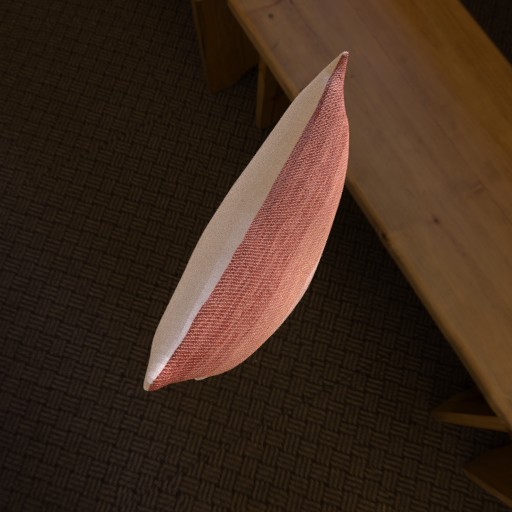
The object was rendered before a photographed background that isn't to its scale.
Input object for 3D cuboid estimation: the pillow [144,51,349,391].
[{"bbox_3d":[0.000,0.000,0.670,0.182,0.441,0.440,28,78,6],"label":"pillow"}]
